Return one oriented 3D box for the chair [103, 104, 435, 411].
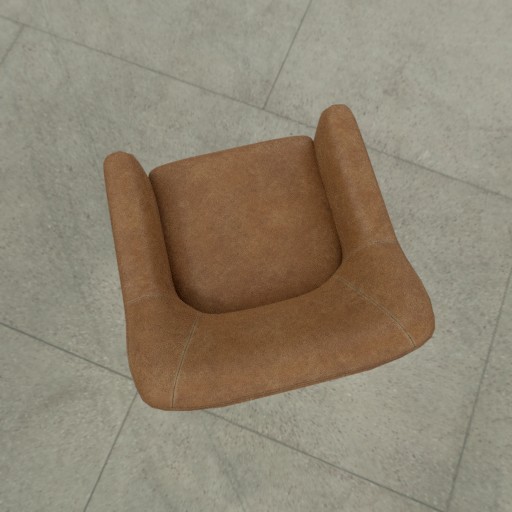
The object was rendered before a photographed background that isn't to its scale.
[{"bbox_3d":[0.000,0.000,1.825,1.037,0.980,1.034,-13,77,-3],"label":"chair"}]
